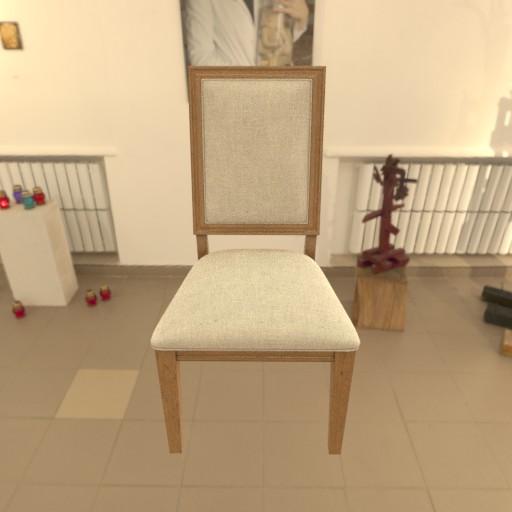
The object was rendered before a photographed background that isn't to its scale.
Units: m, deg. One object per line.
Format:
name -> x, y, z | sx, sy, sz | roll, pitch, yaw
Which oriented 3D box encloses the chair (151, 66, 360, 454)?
chair -> 0.000, 0.000, 1.318 | 0.536, 0.988, 0.601 | 0, 29, 0
